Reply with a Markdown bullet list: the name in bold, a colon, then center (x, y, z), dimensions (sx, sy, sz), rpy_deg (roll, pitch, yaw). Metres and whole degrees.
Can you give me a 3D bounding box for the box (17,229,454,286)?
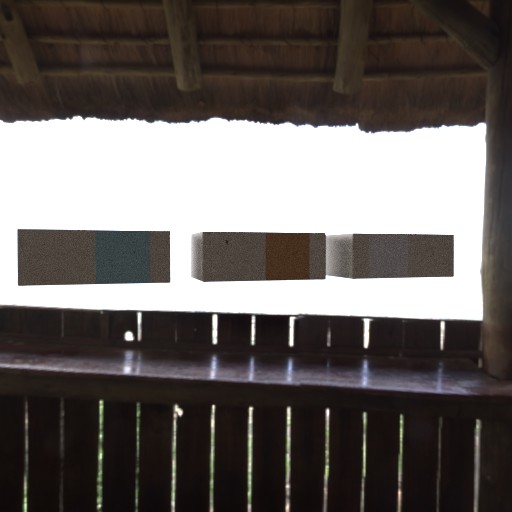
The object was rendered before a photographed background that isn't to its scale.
- **box**: center (0.000, 0.000, 0.493), dimensions (0.461, 0.051, 0.082), rpy_deg (0, 1, -16)
